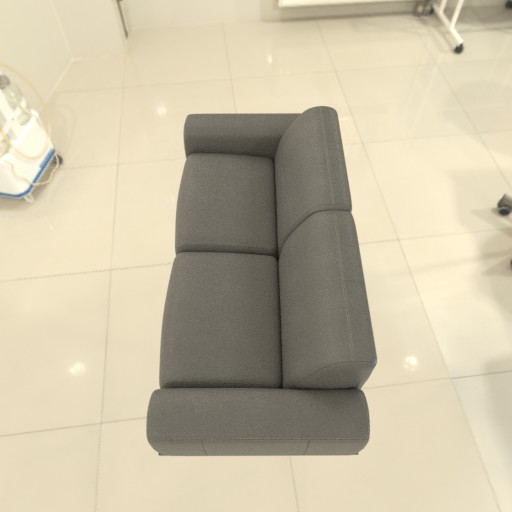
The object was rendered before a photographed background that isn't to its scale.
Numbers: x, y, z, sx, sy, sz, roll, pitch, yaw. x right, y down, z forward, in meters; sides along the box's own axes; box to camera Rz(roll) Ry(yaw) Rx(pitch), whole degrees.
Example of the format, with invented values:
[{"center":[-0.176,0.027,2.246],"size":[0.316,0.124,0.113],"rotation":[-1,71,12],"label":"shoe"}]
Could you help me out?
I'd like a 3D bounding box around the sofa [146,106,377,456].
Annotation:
[{"center":[0.000,0.000,2.318],"size":[0.900,0.772,1.901],"rotation":[0,56,0],"label":"sofa"}]
